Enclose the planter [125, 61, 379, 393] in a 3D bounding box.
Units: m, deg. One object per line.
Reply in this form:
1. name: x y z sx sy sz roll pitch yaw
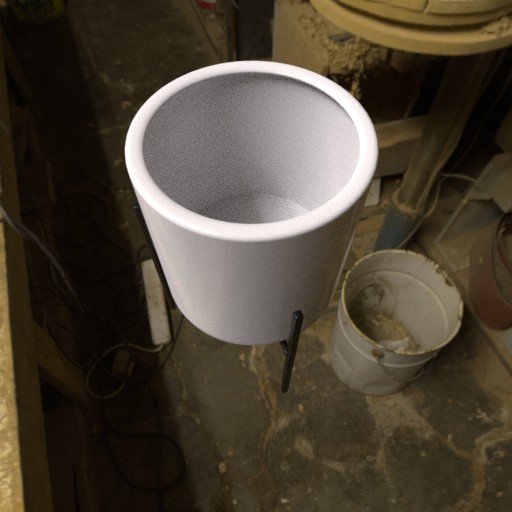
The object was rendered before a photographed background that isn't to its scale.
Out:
1. planter: 0.000 0.000 0.526 0.239 0.356 0.239 -16 59 -10
